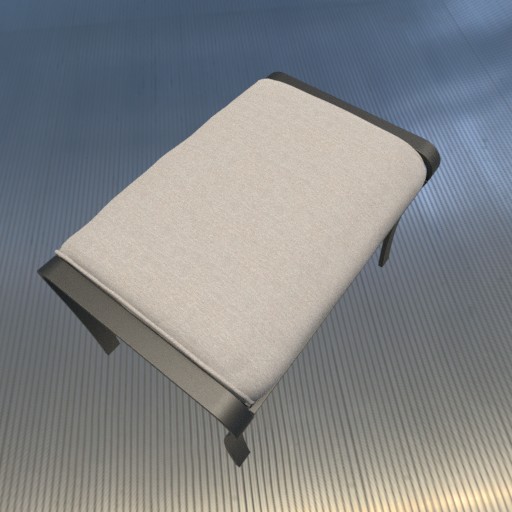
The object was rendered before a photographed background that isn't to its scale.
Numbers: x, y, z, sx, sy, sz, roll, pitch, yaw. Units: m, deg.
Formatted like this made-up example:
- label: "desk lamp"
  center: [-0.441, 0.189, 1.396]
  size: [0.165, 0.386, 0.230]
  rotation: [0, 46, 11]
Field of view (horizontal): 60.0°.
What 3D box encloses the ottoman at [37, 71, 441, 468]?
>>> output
- label: "ottoman"
  center: [0.000, 0.000, 0.882]
  size: [0.406, 0.422, 0.610]
  rotation: [33, 64, 19]
